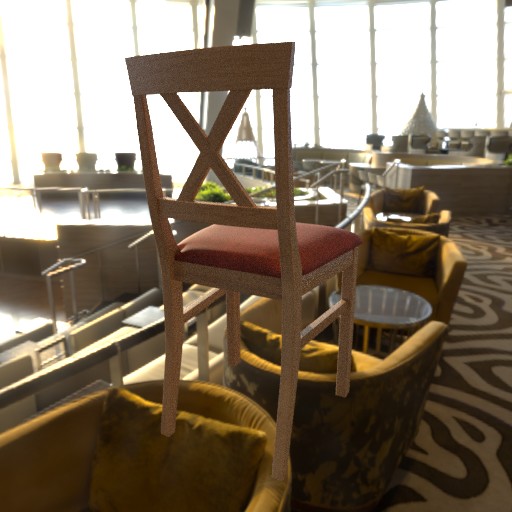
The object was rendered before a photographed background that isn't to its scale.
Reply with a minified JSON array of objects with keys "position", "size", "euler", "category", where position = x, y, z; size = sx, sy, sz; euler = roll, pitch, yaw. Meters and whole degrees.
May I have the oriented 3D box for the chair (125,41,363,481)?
[{"position":[0.000,0.000,1.140],"size":[0.439,0.912,0.492],"euler":[8,18,27],"category":"chair"}]
